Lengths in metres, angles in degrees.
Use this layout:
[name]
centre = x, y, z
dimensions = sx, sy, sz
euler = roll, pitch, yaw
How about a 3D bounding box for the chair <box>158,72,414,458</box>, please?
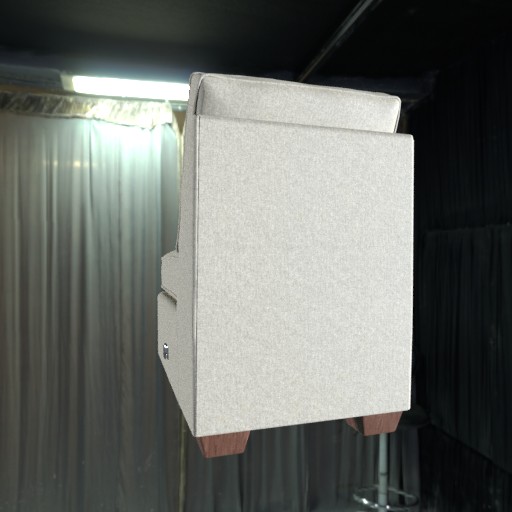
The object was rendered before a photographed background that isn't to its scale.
[chair]
centre = 0.000, 0.000, 1.688
dimensions = 0.674, 1.058, 1.020
euler = 0, 0, -18
